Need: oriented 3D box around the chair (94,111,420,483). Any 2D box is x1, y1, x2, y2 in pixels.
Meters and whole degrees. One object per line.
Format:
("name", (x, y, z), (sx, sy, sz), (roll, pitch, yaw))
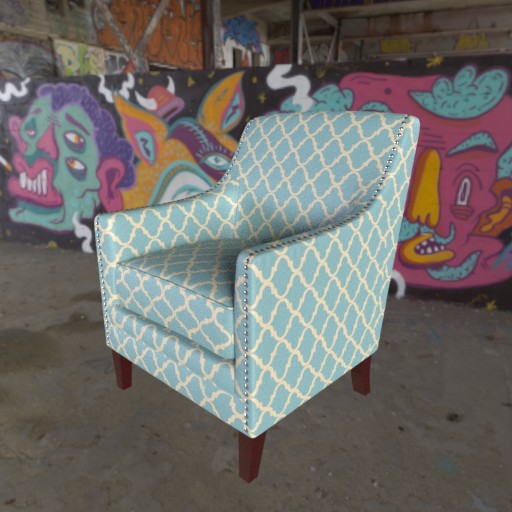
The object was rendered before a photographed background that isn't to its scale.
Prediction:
("chair", (0.000, 0.000, 1.294), (0.617, 0.817, 0.686), (15, 22, 41))
